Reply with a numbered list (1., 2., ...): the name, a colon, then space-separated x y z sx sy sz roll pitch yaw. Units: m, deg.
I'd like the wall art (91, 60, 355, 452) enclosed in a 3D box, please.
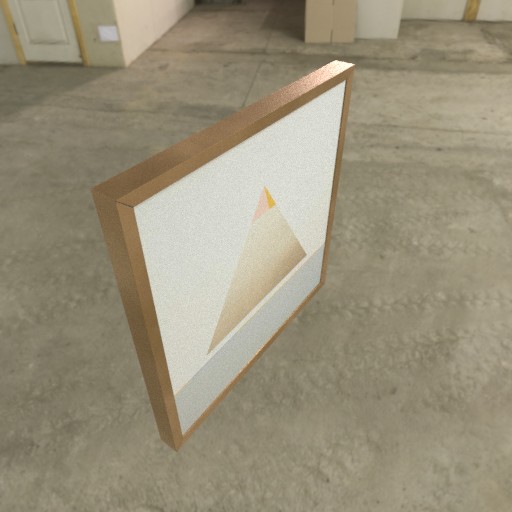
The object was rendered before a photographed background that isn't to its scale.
1. wall art: 0.000 0.000 0.760 0.038 0.511 0.513 25 46 27
